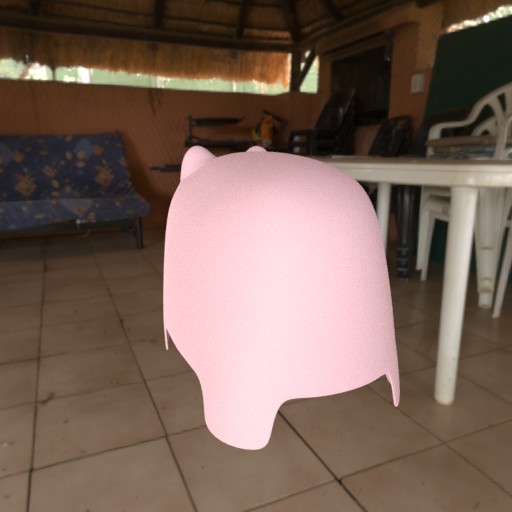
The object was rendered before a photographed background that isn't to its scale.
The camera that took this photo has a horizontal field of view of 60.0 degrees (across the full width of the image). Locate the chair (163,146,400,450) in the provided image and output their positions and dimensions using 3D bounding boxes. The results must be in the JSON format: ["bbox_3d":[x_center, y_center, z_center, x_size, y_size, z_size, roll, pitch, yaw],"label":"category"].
[{"bbox_3d":[0.000,0.000,0.875,0.364,0.423,0.619,-6,15,-24],"label":"chair"}]
